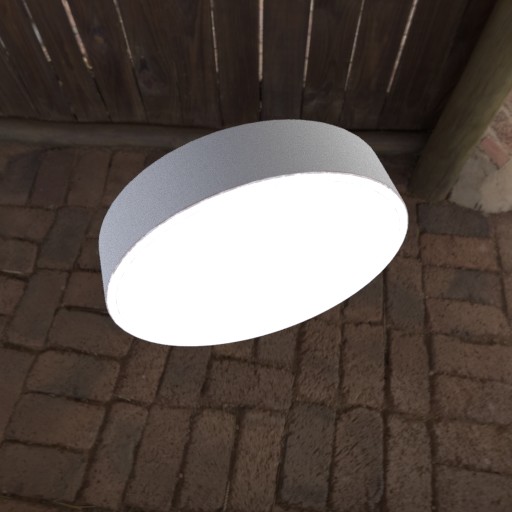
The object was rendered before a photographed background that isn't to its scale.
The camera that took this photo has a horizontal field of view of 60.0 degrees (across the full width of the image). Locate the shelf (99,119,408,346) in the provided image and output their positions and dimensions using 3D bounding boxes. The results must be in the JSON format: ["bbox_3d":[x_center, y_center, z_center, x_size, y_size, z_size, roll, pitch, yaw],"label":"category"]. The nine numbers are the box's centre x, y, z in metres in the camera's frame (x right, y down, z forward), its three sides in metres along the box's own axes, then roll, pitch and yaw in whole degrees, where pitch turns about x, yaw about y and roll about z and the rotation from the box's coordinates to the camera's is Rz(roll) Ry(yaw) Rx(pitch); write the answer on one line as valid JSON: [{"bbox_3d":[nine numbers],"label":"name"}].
[{"bbox_3d":[0.000,0.000,1.223,0.806,0.807,0.158,-14,60,-8],"label":"shelf"}]
